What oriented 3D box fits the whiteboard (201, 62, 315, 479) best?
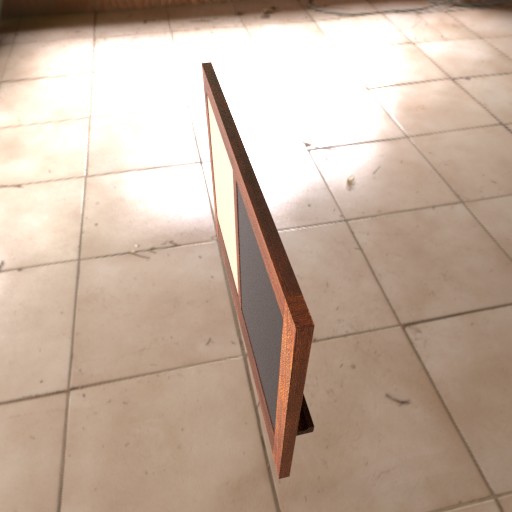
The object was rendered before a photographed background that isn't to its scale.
[{"bbox_3d":[0.000,0.000,0.993,0.083,0.553,0.768,-10,47,-9],"label":"whiteboard"}]
